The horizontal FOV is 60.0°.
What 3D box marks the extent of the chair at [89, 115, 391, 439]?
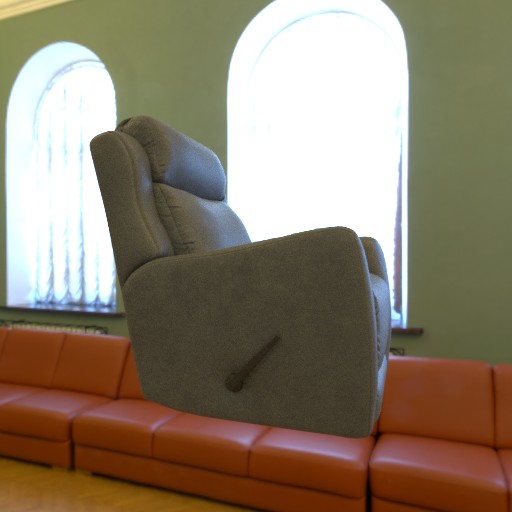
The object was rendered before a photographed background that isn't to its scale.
[{"bbox_3d":[0.000,0.000,1.874,1.068,1.116,0.967,0,0,20],"label":"chair"}]
